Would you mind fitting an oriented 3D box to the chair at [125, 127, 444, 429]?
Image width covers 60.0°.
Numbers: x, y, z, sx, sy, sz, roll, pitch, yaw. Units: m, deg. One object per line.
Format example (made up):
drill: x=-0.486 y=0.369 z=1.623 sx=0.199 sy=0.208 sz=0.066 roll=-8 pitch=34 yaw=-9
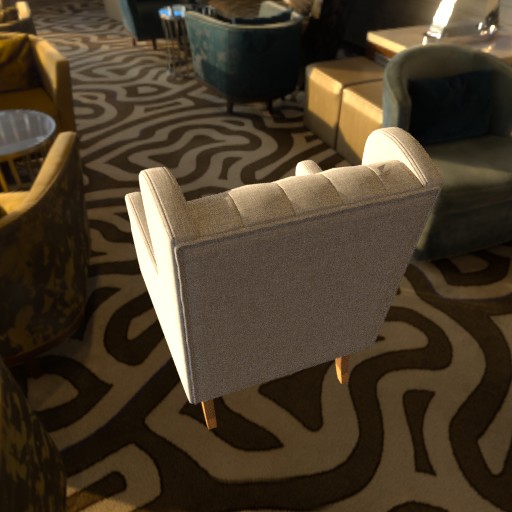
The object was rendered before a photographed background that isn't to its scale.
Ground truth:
chair: x=0.000 y=0.000 z=1.438 sx=0.710 sy=0.930 sz=0.760 roll=-14 pitch=42 yaw=-16
